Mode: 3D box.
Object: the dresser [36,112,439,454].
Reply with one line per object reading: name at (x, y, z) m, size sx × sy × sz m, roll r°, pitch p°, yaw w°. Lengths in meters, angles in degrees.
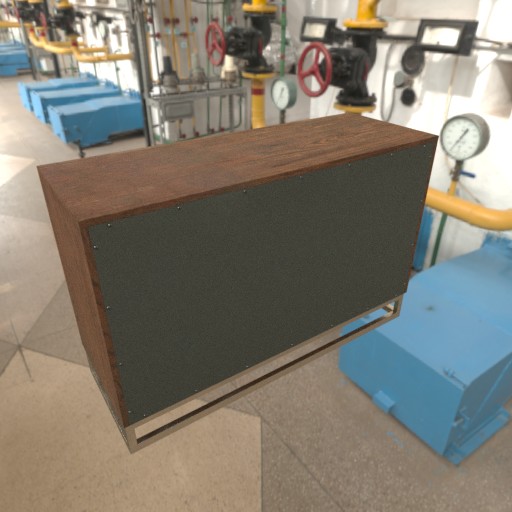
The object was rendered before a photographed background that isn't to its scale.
dresser at (0.000, 0.000, 2.156) m, size 1.646 × 1.061 × 0.623 m, roll -19°, pitch 35°, yaw -29°
